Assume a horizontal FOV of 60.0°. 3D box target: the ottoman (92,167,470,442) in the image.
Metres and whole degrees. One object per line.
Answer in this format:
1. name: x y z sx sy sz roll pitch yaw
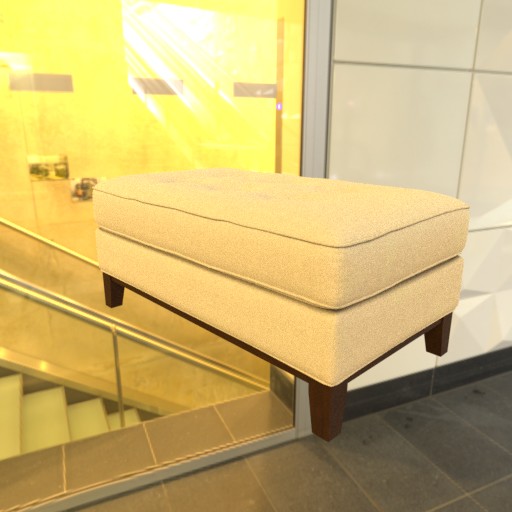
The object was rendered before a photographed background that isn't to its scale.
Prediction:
1. ottoman: 0.000 0.000 1.486 0.648 0.508 1.143 -15 22 -41
